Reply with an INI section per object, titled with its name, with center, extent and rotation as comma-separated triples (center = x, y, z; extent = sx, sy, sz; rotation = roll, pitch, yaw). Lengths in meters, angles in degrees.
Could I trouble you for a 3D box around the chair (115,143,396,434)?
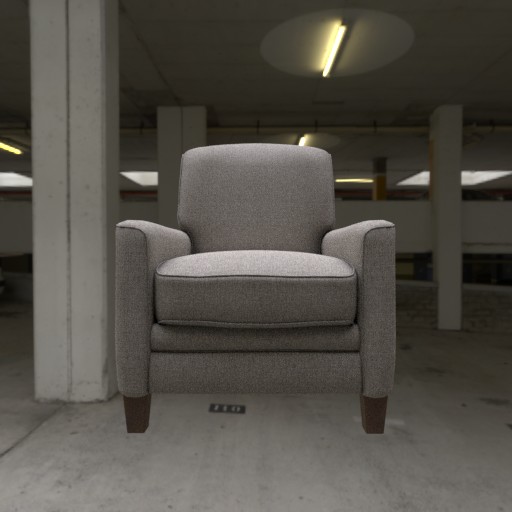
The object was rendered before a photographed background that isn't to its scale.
[chair]
center = 0.000, 0.000, 1.643
extent = 0.848, 1.014, 0.864
rotation = 0, 1, 0
